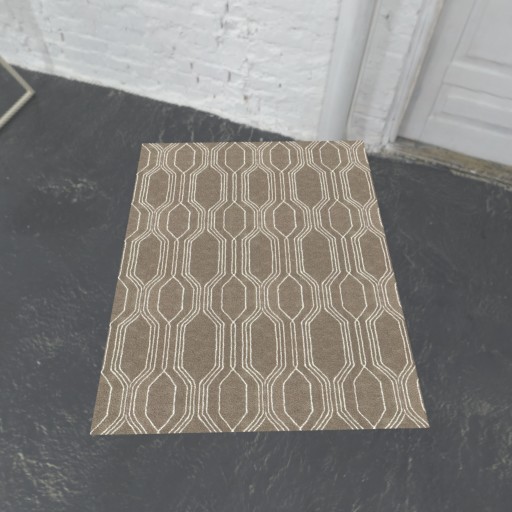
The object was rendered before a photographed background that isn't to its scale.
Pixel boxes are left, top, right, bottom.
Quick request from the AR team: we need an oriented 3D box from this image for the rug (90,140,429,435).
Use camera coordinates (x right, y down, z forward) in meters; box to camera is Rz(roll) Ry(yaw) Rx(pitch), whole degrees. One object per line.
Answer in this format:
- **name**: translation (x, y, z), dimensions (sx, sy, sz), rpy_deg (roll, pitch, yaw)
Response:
- **rug**: translation (0.000, 0.000, 4.065), dimensions (2.457, 0.012, 3.062), rpy_deg (-1, 56, -1)
